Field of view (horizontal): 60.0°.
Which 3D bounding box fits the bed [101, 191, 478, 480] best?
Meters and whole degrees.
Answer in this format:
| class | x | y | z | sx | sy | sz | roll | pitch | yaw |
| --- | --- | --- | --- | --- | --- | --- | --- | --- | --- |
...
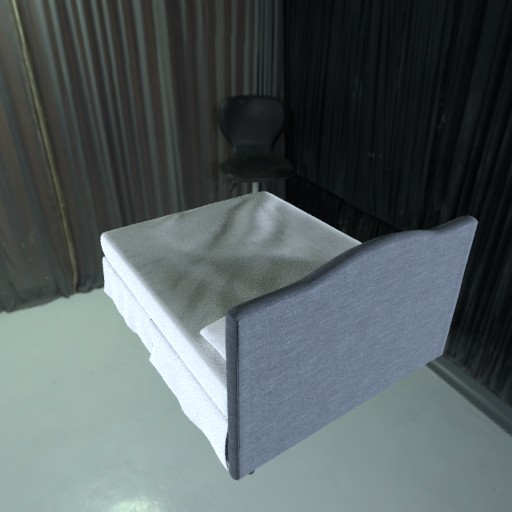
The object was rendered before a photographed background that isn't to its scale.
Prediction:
| class | x | y | z | sx | sy | sz | roll | pitch | yaw |
| --- | --- | --- | --- | --- | --- | --- | --- | --- | --- |
| bed | 0.000 | 0.000 | 3.944 | 2.161 | 1.457 | 2.689 | -19 | 35 | -29 |
